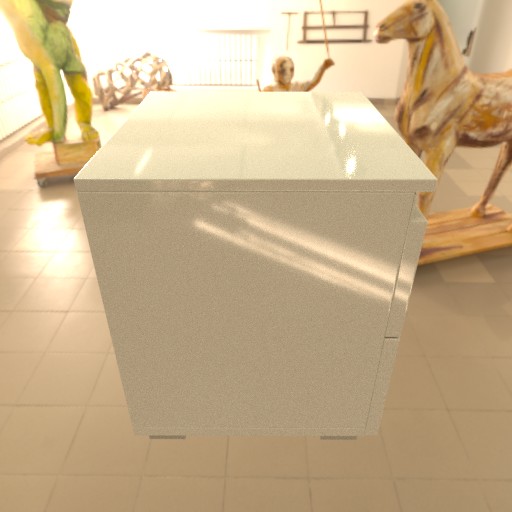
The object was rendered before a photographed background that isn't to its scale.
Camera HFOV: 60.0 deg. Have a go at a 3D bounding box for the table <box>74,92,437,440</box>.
[{"bbox_3d":[0.000,0.000,0.790,0.400,0.470,0.420,0,33,0],"label":"table"}]
